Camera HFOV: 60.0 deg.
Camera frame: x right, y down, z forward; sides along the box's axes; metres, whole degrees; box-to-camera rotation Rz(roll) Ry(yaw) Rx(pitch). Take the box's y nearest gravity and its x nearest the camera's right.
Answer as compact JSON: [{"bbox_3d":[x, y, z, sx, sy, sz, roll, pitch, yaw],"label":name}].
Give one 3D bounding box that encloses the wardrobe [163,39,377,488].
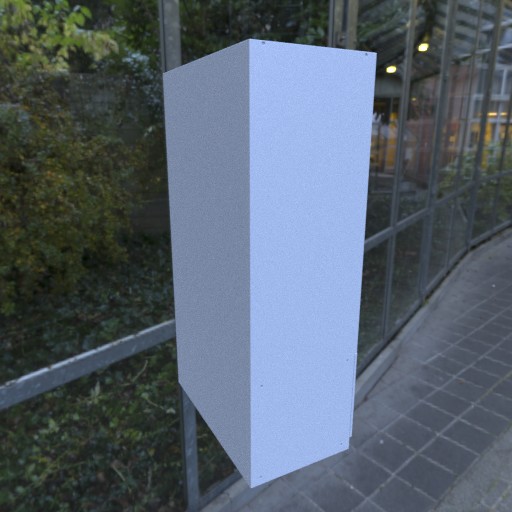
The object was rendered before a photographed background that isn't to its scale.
[{"bbox_3d":[0.000,0.000,2.262,0.577,1.808,0.991,-8,17,-27],"label":"wardrobe"}]
